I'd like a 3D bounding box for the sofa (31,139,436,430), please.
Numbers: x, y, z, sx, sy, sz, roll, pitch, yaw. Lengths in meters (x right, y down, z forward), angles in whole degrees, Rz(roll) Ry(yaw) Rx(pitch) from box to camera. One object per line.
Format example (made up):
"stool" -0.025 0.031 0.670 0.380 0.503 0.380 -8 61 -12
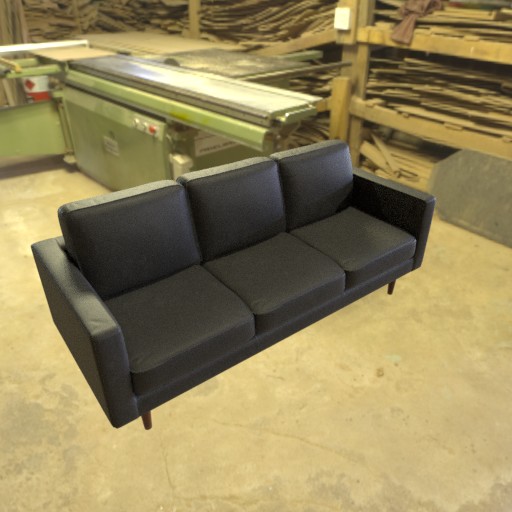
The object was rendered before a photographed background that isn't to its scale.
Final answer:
"sofa" 0.000 0.000 2.439 2.029 0.899 0.879 -21 37 -31
